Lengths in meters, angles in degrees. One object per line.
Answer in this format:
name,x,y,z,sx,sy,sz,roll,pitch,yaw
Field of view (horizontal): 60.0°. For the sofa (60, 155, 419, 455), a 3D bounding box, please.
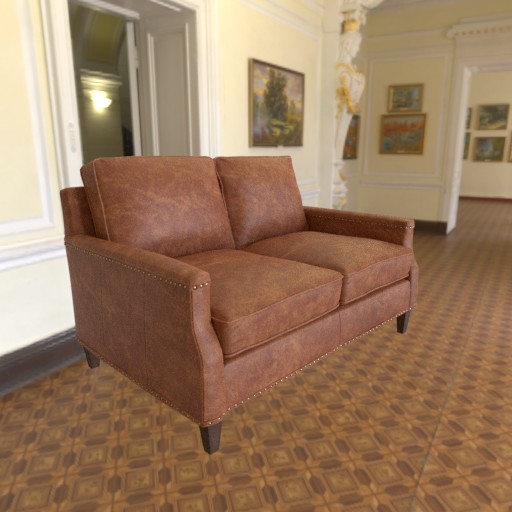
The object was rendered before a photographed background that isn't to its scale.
sofa,0.000,0.000,2.271,1.084,1.003,1.597,13,19,43
